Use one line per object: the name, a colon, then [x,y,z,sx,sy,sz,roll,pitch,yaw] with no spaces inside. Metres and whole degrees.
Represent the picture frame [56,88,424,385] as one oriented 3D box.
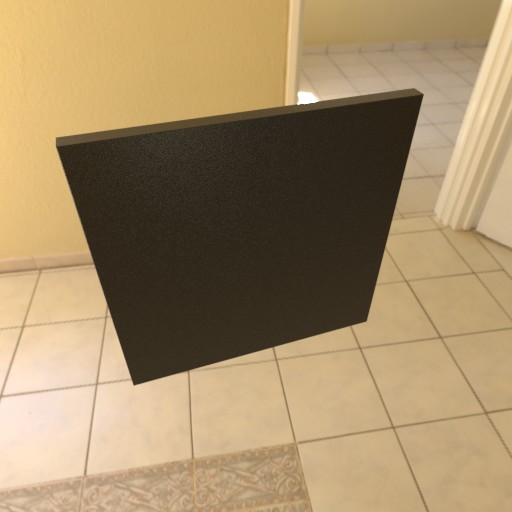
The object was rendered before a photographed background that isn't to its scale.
picture frame: [0.000,0.000,0.837,0.559,0.557,0.029,-12,43,-14]
